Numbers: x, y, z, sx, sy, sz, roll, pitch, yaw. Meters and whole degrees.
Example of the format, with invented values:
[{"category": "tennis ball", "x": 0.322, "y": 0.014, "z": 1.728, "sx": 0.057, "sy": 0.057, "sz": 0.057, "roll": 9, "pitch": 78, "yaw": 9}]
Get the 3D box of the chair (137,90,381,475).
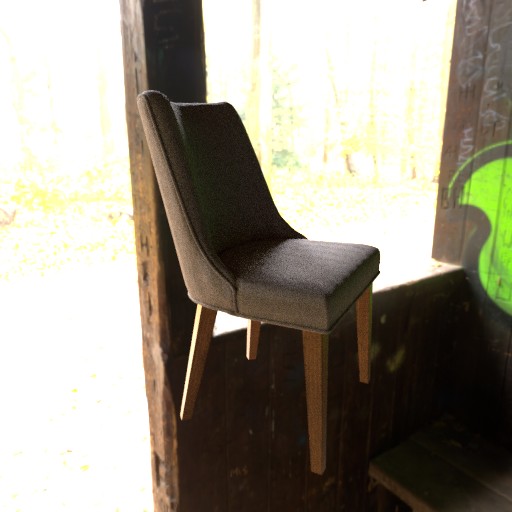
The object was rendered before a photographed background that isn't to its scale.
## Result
[{"category": "chair", "x": 0.000, "y": 0.000, "z": 1.321, "sx": 0.636, "sy": 0.916, "sz": 0.548, "roll": 7, "pitch": 16, "yaw": 26}]
